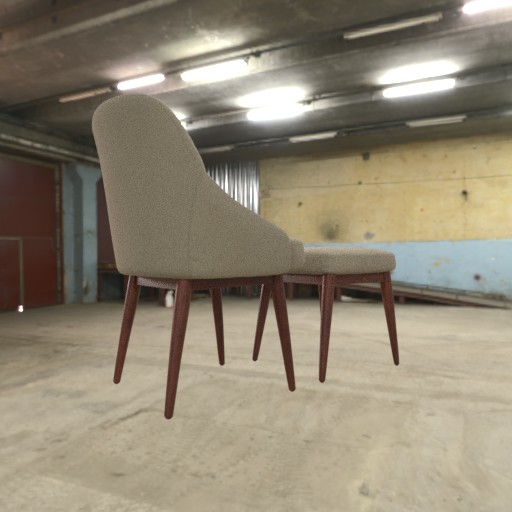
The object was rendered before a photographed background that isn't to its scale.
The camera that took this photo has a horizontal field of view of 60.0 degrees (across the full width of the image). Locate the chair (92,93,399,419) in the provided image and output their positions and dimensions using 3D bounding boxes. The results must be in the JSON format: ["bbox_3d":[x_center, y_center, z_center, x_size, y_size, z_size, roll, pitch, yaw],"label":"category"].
[{"bbox_3d":[0.000,0.000,1.592,1.114,0.866,0.584,0,0,-36],"label":"chair"}]
